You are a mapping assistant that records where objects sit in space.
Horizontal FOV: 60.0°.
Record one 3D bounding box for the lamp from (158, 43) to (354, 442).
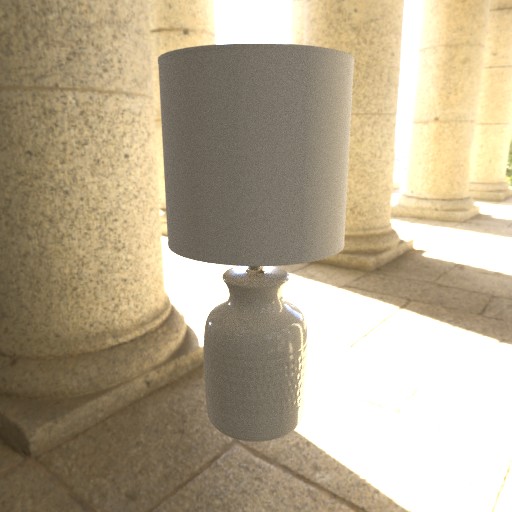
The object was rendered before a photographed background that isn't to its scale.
[{"bbox_3d":[0.000,0.000,0.484,0.188,0.392,0.188,3,16,9],"label":"lamp"}]
